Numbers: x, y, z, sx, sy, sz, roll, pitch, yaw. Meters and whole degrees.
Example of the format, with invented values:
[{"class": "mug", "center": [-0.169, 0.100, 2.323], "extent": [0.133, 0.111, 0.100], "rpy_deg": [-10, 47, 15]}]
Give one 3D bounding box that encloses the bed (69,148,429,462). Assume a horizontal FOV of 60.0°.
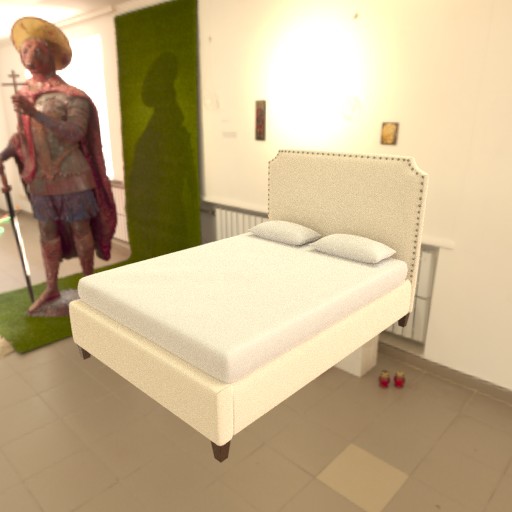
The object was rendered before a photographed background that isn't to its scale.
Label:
[{"class": "bed", "center": [0.000, 0.000, 3.534], "extent": [1.712, 1.497, 2.372], "rpy_deg": [16, 24, 41]}]
